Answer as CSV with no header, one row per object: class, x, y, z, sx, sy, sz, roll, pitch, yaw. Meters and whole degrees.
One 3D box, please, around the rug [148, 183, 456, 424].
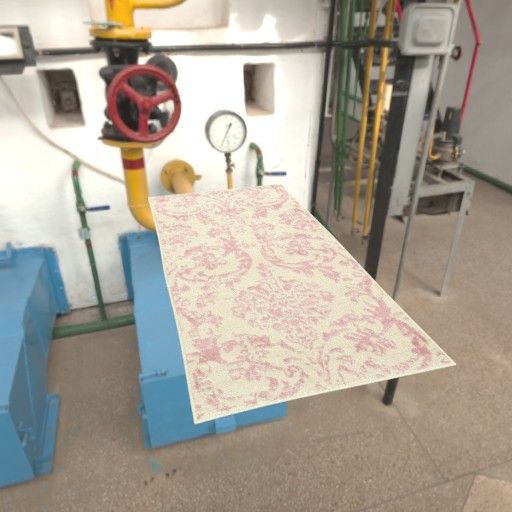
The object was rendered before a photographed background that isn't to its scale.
rug,0.000,0.000,1.451,0.604,0.007,1.219,-8,31,-14
